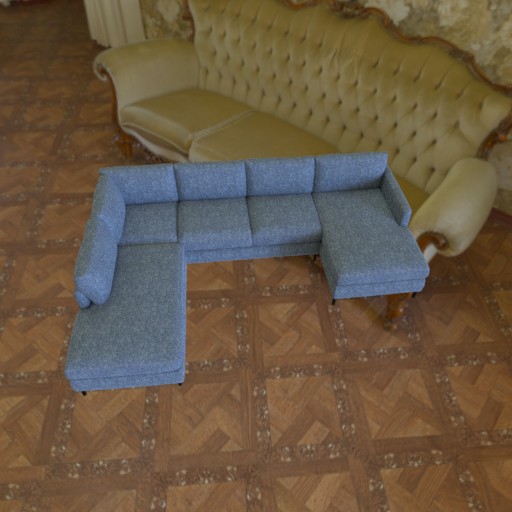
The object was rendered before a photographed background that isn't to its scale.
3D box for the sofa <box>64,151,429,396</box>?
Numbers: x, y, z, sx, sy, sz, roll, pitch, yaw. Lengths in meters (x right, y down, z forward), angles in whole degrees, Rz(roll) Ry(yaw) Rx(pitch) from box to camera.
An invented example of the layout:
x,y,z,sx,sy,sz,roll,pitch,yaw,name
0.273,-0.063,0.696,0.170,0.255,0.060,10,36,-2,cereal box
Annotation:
x,y,z,sx,sy,sz,roll,pitch,yaw,name
0.000,0.000,3.614,2.737,0.756,1.879,-4,47,-4,sofa
